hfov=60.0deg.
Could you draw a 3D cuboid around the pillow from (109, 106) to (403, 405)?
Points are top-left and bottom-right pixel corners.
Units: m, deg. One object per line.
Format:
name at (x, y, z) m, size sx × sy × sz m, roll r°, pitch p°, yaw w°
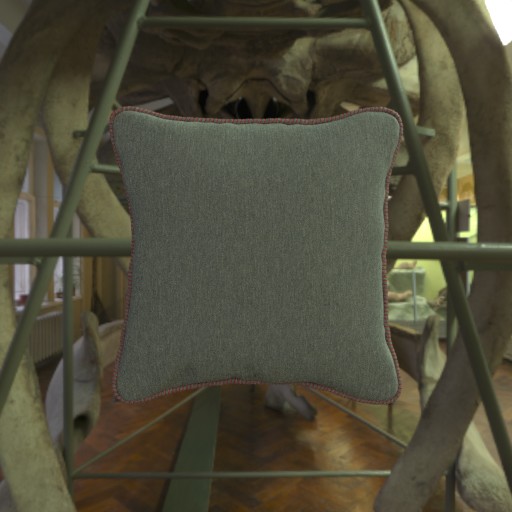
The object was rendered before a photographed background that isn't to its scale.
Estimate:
pillow at (0.000, 0.000, 0.732) m, size 0.482 × 0.491 × 0.124 m, roll 0°, pitch 1°, yaw 0°
